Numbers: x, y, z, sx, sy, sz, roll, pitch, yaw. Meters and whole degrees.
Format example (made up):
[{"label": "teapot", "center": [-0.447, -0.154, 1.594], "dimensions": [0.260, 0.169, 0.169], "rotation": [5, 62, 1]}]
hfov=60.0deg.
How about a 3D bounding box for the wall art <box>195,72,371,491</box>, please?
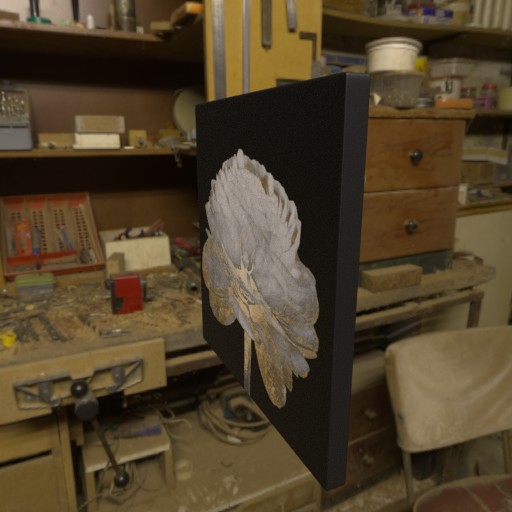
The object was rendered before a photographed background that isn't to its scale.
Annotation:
[{"label": "wall art", "center": [0.000, 0.000, 0.885], "dimensions": [0.043, 0.611, 0.610], "rotation": [-7, 16, -24]}]
